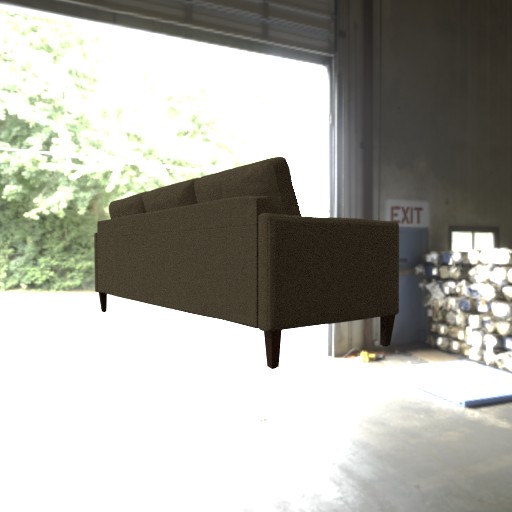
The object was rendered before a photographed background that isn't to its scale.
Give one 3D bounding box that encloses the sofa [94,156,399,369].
[{"bbox_3d":[0.000,0.000,2.996,1.506,0.875,2.178,0,1,-37],"label":"sofa"}]
